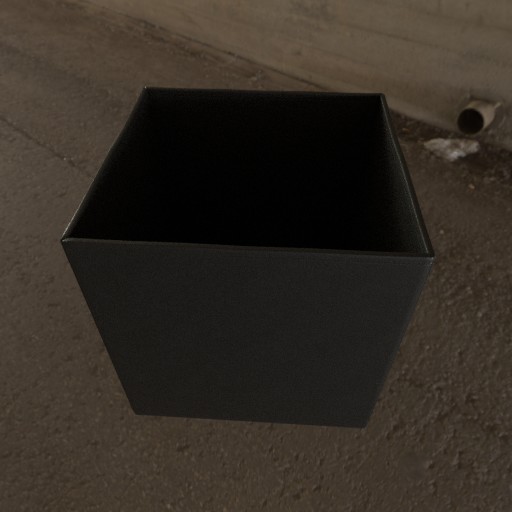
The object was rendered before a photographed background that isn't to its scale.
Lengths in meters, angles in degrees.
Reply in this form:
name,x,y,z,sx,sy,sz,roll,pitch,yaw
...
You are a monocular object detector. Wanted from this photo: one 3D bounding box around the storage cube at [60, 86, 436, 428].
name,x,y,z,sx,sy,sz,roll,pitch,yaw
storage cube,0.000,0.000,0.501,0.270,0.280,0.270,3,45,2
